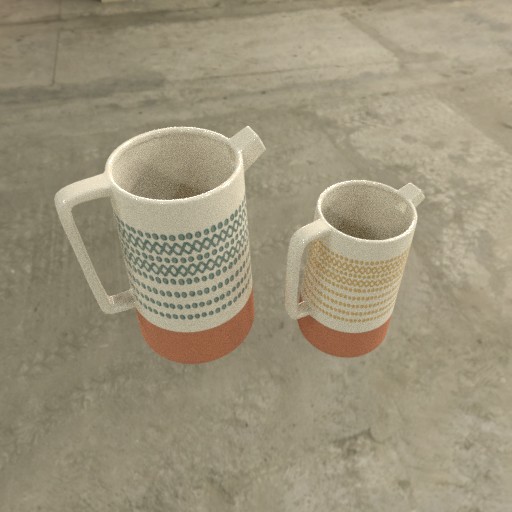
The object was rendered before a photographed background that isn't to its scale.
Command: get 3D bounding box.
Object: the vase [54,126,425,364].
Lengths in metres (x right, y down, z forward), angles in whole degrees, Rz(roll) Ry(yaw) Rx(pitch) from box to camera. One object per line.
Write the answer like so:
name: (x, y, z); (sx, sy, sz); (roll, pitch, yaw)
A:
vase: (0.000, 0.000, 0.476); (0.326, 0.247, 0.168); (9, 46, 9)
